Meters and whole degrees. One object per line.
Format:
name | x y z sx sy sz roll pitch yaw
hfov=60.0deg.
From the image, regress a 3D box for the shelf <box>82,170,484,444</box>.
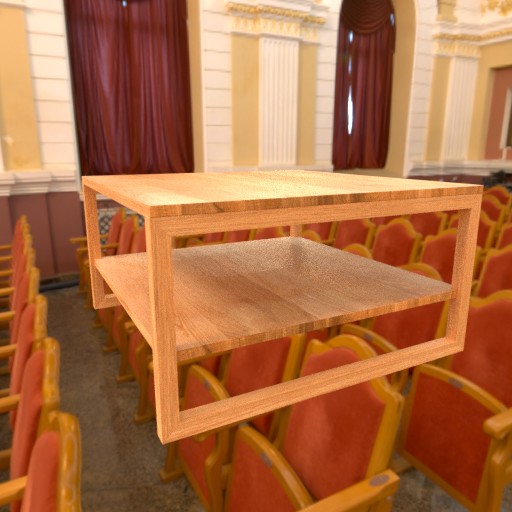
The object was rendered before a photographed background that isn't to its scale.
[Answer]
shelf | 0.000 0.000 1.420 0.899 0.480 0.899 -7 16 -27
